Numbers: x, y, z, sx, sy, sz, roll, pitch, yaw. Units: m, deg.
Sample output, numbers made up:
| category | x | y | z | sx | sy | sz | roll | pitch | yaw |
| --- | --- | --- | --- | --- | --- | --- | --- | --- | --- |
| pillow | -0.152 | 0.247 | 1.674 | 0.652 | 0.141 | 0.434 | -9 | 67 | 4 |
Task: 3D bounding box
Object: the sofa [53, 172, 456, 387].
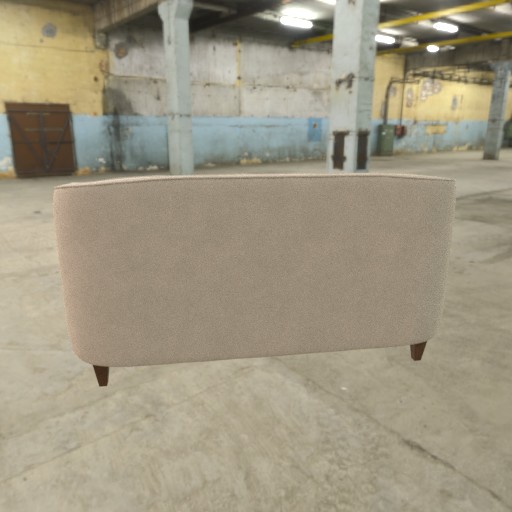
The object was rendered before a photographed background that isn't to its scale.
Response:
| category | x | y | z | sx | sy | sz | roll | pitch | yaw |
| --- | --- | --- | --- | --- | --- | --- | --- | --- | --- |
| sofa | 0.000 | 0.000 | 2.204 | 1.731 | 0.878 | 0.940 | -2 | 16 | -9 |
